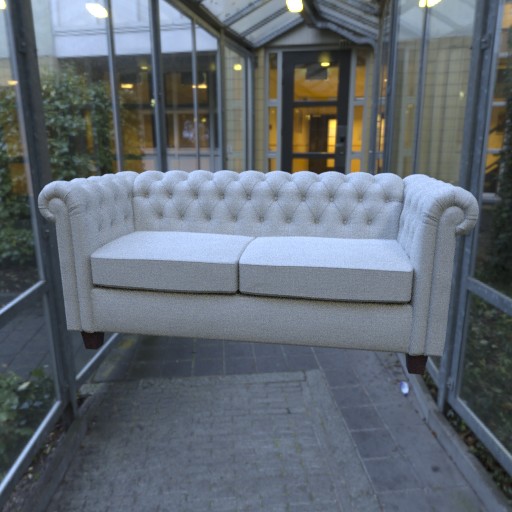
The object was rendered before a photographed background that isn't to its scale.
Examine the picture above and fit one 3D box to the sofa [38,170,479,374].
[{"bbox_3d":[0.000,0.000,2.200,1.798,0.797,0.783,2,15,9],"label":"sofa"}]
